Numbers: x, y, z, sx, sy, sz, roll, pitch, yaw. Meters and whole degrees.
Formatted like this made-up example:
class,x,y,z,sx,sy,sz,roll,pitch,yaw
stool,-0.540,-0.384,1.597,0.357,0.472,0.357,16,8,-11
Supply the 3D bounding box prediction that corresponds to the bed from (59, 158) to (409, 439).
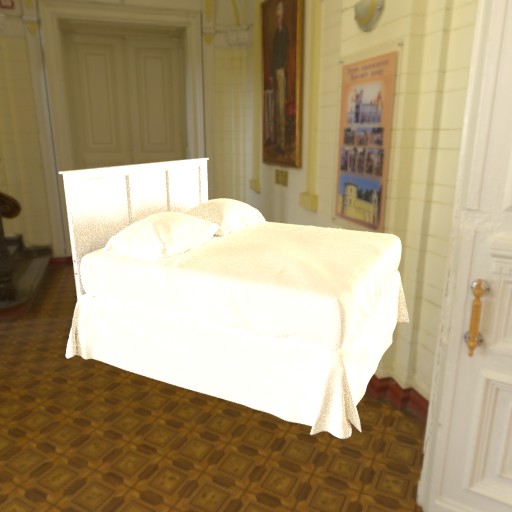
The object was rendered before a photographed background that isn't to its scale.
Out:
class,x,y,z,sx,sy,sz,roll,pitch,yaw
bed,0.000,0.000,3.248,2.047,1.269,1.876,8,18,26
